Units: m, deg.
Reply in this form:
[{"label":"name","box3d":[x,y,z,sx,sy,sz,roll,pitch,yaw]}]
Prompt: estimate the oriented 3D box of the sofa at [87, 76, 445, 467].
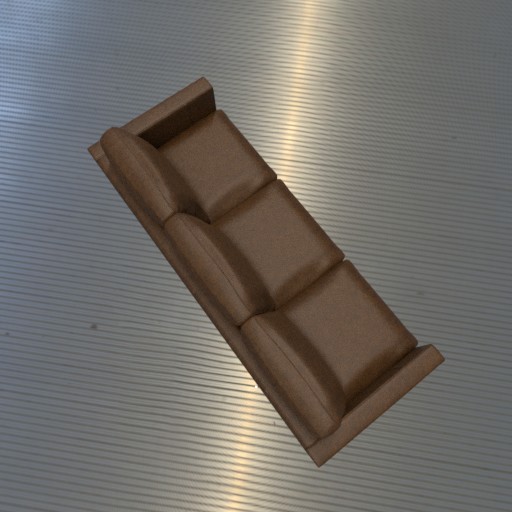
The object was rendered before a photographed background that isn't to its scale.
[{"label":"sofa","box3d":[0.000,0.000,2.729,0.903,0.930,2.231,-36,77,-10]}]
